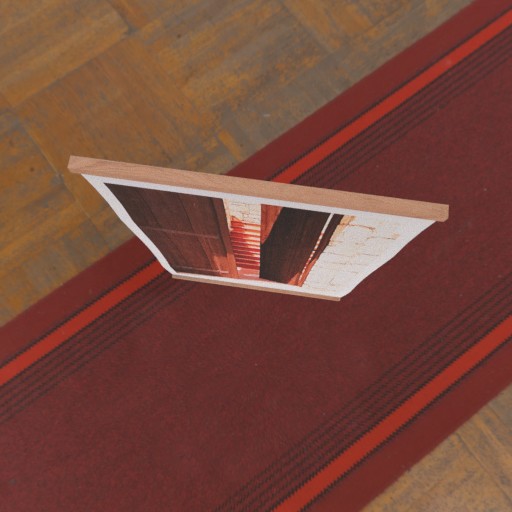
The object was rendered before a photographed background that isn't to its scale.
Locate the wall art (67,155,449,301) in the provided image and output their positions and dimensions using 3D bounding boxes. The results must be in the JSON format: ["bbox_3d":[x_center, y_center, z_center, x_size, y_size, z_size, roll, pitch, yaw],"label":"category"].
[{"bbox_3d":[0.000,0.000,0.631,0.332,0.508,0.012,8,76,2],"label":"wall art"}]
